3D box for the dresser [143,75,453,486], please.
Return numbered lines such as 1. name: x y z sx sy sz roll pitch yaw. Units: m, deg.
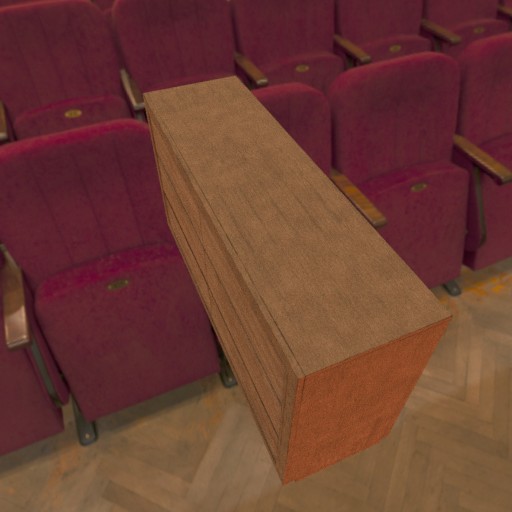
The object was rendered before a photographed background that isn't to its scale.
1. dresser: 0.000 0.000 1.994 0.483 0.889 1.628 -17 49 -16
